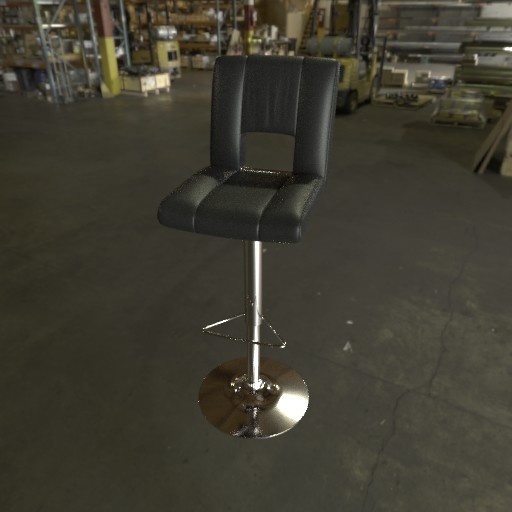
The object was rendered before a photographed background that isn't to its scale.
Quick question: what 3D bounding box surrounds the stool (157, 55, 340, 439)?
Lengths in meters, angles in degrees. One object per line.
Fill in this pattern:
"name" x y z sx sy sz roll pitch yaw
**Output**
"stool" 0.000 0.000 1.427 0.415 1.151 0.520 8 29 15
